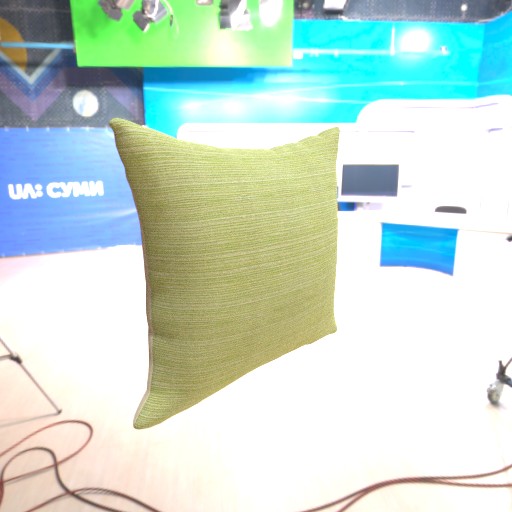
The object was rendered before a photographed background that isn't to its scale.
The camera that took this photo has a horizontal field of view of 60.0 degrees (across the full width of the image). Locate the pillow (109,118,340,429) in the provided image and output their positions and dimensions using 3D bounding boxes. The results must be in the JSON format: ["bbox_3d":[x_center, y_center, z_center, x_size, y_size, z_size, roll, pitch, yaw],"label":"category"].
[{"bbox_3d":[0.000,0.000,0.842,0.229,0.487,0.560,13,19,43],"label":"pillow"}]
